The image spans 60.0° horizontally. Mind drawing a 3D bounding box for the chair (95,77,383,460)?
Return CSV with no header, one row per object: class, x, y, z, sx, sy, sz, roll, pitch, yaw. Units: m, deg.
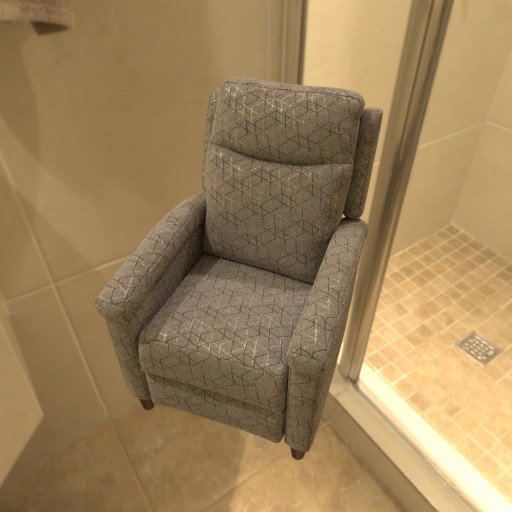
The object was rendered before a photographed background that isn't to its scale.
chair,0.000,0.000,1.665,0.753,1.048,0.987,12,41,14
